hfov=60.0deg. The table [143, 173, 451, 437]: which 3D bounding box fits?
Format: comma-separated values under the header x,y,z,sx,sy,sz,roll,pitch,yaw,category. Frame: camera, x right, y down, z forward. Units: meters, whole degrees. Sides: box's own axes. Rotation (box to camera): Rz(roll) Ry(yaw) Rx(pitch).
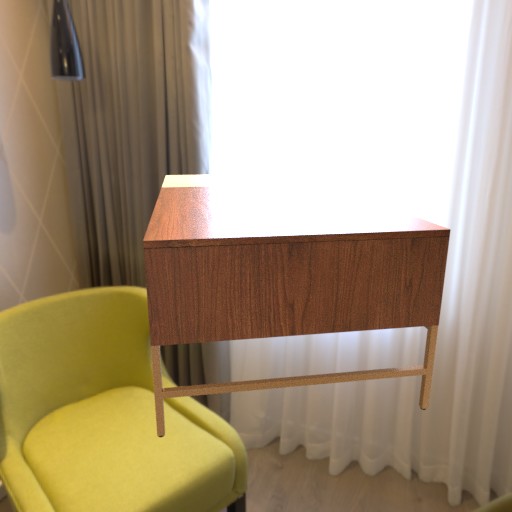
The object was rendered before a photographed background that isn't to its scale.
x,y,z,sx,sy,sz,roll,pitch,yaw,category
0.000,0.000,1.920,0.789,0.551,1.553,-3,16,-9,table
